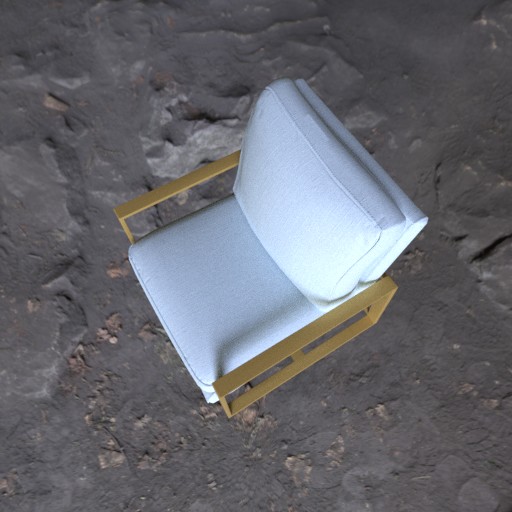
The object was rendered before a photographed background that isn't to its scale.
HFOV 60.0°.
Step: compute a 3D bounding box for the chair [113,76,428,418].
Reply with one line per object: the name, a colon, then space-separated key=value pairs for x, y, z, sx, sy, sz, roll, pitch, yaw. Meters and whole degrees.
chair: x=0.000 y=0.000 z=1.607 sx=0.813 sy=0.956 sz=0.758 roll=-29 pitch=68 yaw=-13
